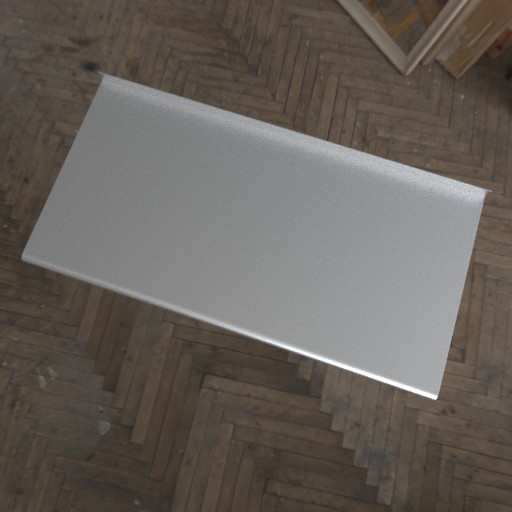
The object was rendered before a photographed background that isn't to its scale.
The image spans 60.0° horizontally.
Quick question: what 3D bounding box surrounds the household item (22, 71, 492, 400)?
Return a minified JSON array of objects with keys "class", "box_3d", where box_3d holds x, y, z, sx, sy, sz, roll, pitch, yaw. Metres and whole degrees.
[{"class":"household item","box_3d":[0.000,0.000,1.661,1.219,0.851,0.610,18,78,4]}]
